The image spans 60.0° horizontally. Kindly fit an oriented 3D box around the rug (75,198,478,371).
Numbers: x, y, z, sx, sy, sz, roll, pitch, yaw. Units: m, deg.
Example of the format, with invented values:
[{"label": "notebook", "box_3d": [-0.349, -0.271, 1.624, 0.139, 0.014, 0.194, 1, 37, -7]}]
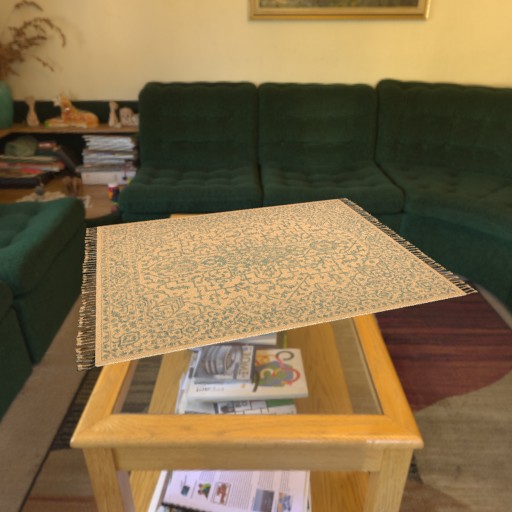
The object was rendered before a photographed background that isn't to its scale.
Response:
[{"label": "rug", "box_3d": [0.000, 0.000, 4.445, 3.327, 0.010, 2.464, -8, 29, -15]}]
